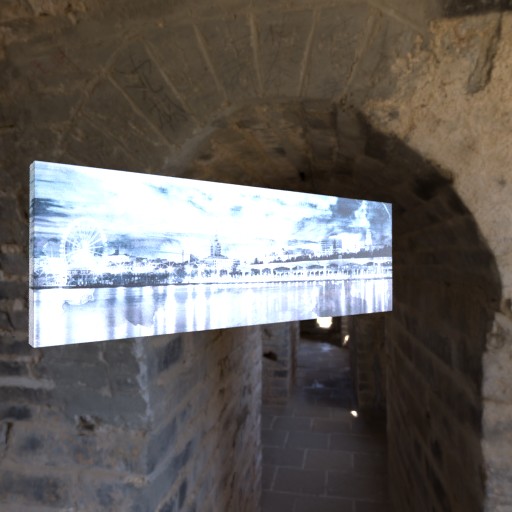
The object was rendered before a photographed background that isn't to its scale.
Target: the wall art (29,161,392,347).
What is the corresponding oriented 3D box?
[{"bbox_3d":[0.000,0.000,0.830,0.759,0.251,0.037,0,-1,-36],"label":"wall art"}]
